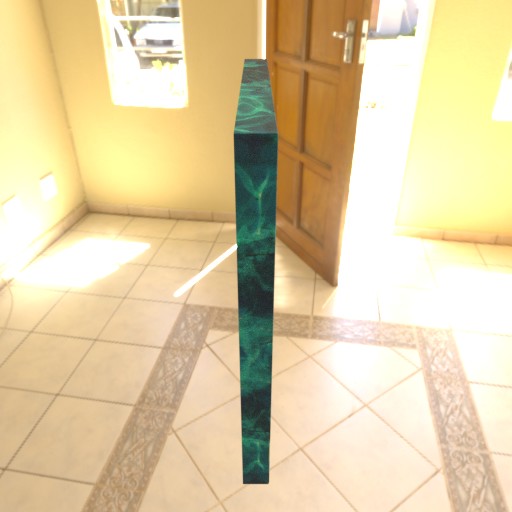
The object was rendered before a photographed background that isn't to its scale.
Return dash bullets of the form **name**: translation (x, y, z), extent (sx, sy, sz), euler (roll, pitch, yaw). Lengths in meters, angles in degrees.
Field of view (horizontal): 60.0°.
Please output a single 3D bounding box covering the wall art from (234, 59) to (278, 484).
- **wall art**: translation (0.000, 0.000, 0.690), extent (0.038, 0.508, 0.432), euler (0, 32, 0)
